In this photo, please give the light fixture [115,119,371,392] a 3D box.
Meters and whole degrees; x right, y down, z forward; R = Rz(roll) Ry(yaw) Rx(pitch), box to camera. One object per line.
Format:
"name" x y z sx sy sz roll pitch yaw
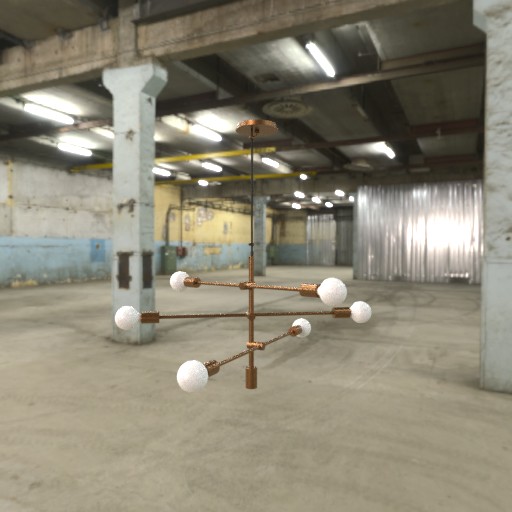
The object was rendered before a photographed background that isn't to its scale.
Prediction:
"light fixture" 0.000 0.000 1.256 0.682 0.744 0.637 0 0 -36
